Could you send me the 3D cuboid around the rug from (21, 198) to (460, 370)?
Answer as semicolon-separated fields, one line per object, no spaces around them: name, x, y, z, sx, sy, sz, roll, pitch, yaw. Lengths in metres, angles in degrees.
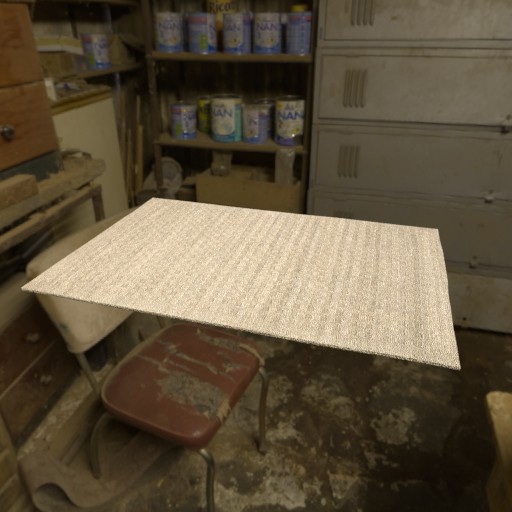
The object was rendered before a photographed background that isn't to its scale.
rug;0.000;0.000;2.837;2.297;0.018;1.532;8;28;15
